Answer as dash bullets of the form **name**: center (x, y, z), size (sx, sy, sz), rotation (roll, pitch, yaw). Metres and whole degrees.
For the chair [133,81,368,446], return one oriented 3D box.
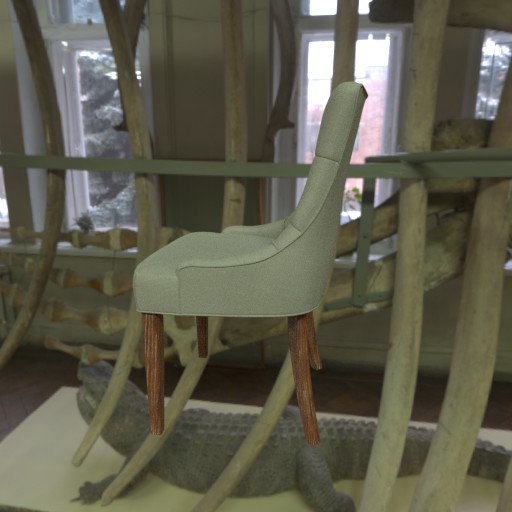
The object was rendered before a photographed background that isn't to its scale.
- **chair**: center (0.000, 0.000, 1.256), size (0.565, 0.874, 0.509), rotation (2, 14, 9)
